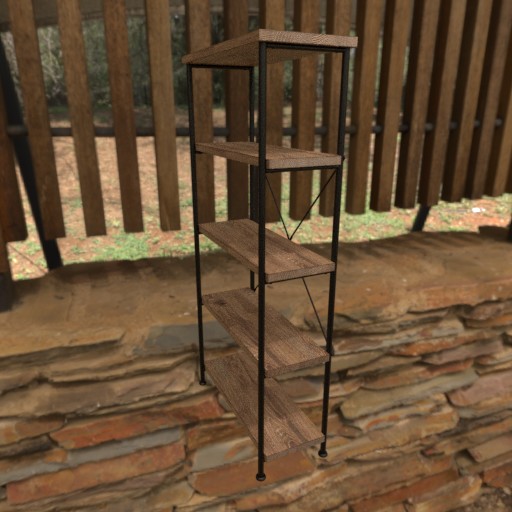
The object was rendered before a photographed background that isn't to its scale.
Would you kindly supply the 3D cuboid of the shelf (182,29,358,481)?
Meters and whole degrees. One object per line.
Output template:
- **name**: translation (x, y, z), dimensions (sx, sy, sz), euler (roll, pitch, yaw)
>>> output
- **shelf**: translation (0.000, 0.000, 1.989), dimensions (0.360, 1.700, 0.800), euler (-8, 20, -24)
